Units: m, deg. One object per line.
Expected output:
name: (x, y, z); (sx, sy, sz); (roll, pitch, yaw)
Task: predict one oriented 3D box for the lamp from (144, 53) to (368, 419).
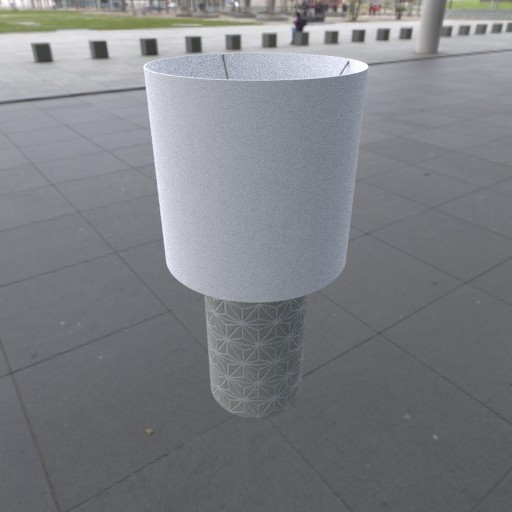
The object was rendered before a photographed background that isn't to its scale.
lamp: (0.000, 0.000, 0.519); (0.206, 0.416, 0.206); (-11, 31, -18)
